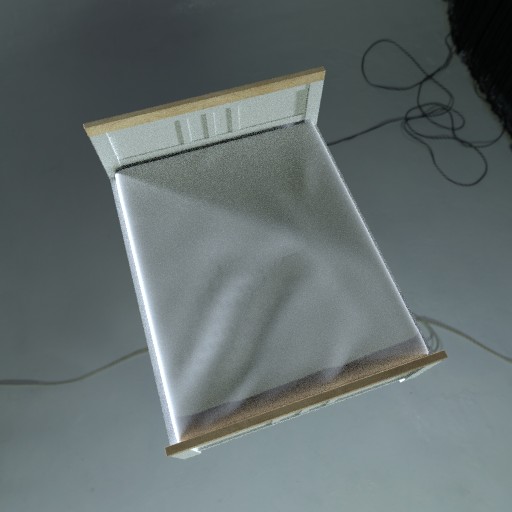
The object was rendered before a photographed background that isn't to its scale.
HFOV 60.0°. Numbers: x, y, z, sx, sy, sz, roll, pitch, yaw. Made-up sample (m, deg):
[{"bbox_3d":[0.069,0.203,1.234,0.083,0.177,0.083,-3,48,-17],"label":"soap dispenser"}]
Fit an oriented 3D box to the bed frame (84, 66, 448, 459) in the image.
[{"bbox_3d":[0.000,0.000,2.987,1.670,0.980,2.050,-17,65,-8],"label":"bed frame"}]
